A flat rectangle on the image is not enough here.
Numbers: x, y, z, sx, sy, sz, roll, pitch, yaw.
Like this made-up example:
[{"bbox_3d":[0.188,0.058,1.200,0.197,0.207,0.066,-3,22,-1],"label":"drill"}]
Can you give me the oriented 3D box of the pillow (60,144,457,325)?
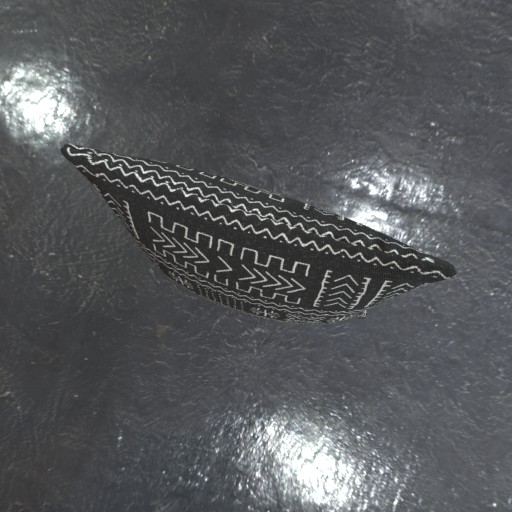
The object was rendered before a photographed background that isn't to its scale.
[{"bbox_3d":[0.000,0.000,0.658,0.438,0.430,0.164,18,77,4],"label":"pillow"}]
